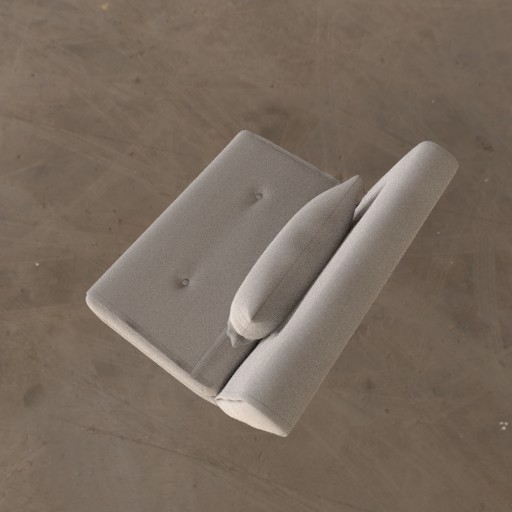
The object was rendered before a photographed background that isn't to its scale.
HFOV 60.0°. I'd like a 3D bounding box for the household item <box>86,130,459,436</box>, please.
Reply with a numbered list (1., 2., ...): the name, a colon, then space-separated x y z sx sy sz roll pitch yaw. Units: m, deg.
1. household item: 0.000 0.000 1.636 0.874 0.800 1.000 33 68 15
